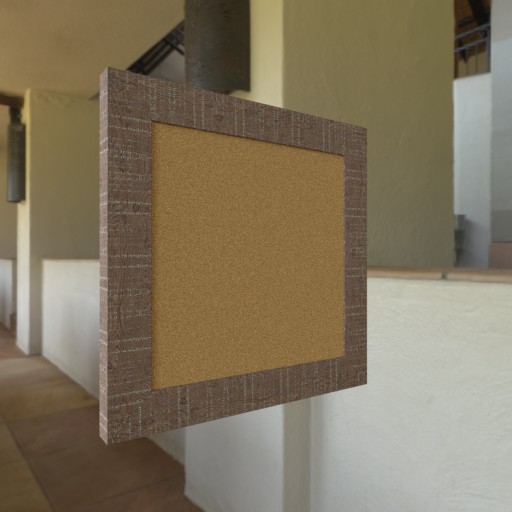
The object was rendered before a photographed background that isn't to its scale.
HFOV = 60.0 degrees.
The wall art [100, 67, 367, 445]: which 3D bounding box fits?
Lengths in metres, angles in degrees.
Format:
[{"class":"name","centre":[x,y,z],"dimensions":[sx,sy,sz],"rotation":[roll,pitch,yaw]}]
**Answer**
[{"class":"wall art","centre":[0.000,0.000,0.787],"dimensions":[0.531,0.531,0.040],"rotation":[0,0,-34]}]
